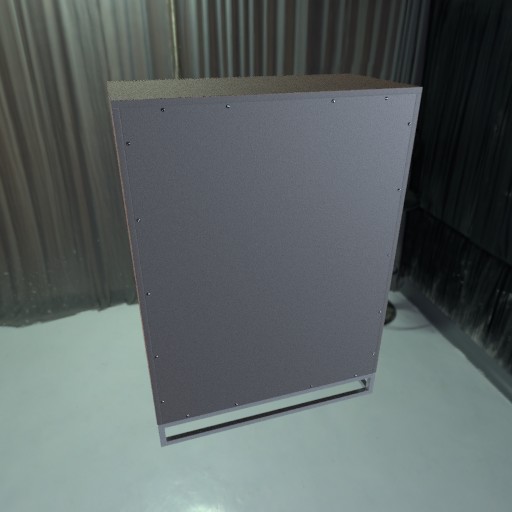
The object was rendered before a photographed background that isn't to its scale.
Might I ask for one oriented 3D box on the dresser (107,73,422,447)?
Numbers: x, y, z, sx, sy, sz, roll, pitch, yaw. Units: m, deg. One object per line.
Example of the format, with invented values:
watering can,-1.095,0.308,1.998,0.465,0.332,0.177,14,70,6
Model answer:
dresser,0.000,0.000,1.812,0.965,1.321,0.508,-8,29,-16
